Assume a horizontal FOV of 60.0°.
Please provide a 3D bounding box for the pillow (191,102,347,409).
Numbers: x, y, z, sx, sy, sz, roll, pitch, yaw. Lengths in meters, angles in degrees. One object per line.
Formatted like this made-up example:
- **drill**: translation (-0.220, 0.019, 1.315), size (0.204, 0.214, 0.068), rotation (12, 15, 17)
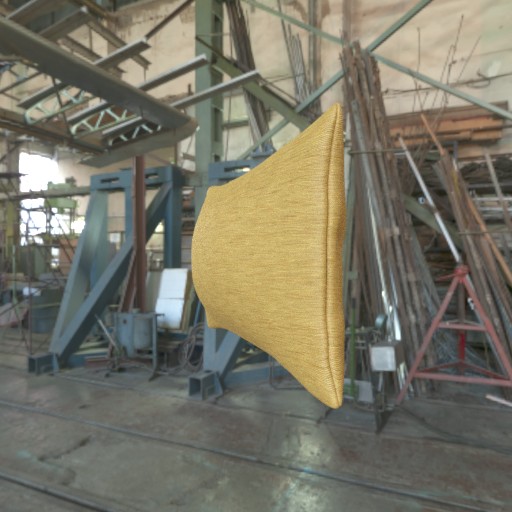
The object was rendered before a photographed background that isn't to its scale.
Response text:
- **pillow**: translation (0.000, 0.000, 0.808), size (0.210, 0.354, 0.634), rotation (0, 0, -19)
